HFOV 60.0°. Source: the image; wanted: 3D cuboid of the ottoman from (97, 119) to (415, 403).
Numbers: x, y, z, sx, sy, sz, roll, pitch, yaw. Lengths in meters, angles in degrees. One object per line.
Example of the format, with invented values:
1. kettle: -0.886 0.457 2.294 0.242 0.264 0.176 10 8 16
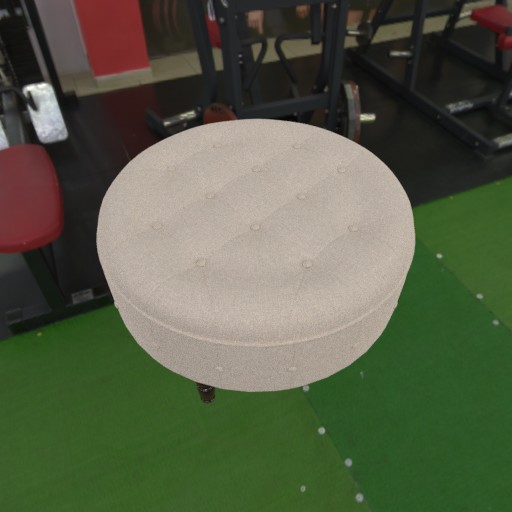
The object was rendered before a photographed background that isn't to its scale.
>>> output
1. ottoman: 0.000 0.000 1.337 0.848 0.494 0.848 0 46 0
